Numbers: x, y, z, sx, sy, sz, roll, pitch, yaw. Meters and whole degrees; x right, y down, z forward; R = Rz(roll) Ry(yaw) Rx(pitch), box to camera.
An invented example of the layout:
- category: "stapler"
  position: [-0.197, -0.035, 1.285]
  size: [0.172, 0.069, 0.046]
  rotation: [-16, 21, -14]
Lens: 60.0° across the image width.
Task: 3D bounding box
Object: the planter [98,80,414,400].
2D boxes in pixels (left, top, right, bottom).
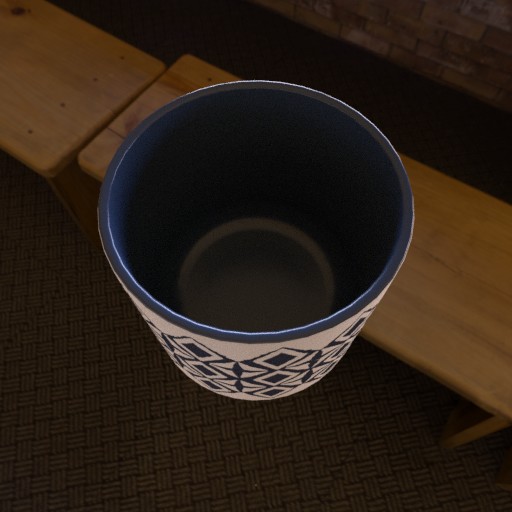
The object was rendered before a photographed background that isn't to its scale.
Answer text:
- category: "planter"
  position: [0.000, 0.000, 0.328]
  size: [0.182, 0.165, 0.182]
  rotation: [0, 63, 0]
